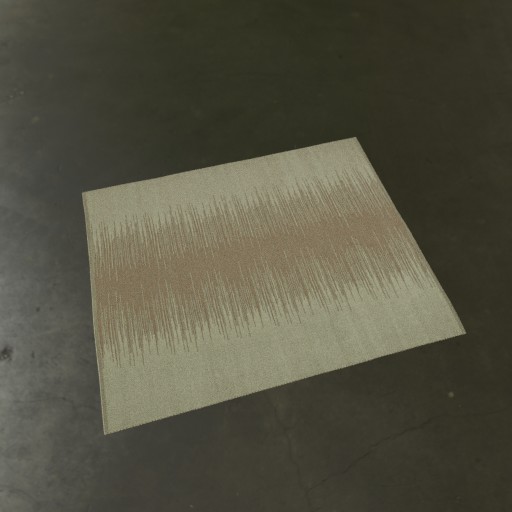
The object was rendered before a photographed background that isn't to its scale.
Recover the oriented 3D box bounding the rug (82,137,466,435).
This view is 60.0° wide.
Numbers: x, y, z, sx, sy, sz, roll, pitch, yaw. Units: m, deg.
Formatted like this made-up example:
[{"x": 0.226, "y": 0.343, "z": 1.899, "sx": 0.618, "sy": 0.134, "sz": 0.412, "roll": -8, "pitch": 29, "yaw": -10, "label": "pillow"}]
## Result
[{"x": 0.000, "y": 0.000, "z": 4.160, "sx": 3.048, "sy": 0.013, "sz": 2.438, "roll": -13, "pitch": 59, "yaw": -8, "label": "rug"}]
